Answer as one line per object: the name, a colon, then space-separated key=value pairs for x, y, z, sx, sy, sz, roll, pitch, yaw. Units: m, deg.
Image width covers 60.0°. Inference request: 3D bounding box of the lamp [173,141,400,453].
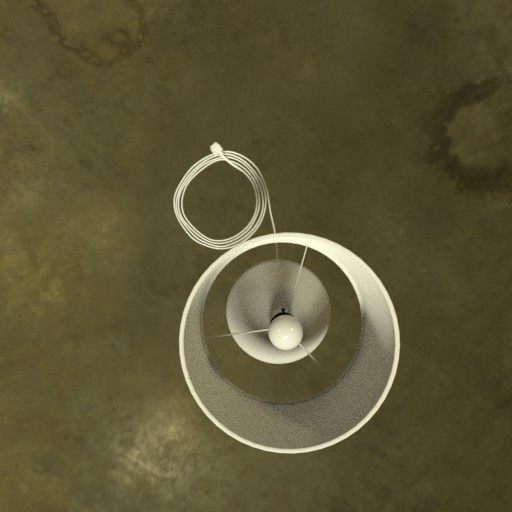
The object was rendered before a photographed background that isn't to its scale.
lamp: x=0.000 y=0.000 z=0.838 sx=0.401 sy=0.457 sz=0.546 roll=0 pitch=90 yaw=1
